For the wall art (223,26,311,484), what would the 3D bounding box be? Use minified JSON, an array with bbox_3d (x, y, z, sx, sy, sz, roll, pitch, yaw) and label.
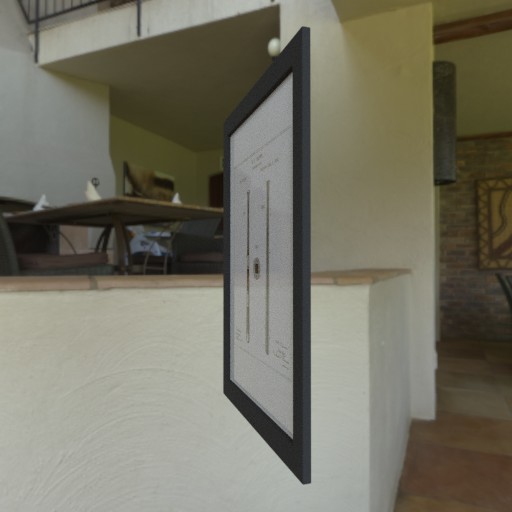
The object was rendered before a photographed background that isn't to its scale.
[{"bbox_3d":[0.000,0.000,0.689,0.012,0.529,0.374,0,-1,-18],"label":"wall art"}]
